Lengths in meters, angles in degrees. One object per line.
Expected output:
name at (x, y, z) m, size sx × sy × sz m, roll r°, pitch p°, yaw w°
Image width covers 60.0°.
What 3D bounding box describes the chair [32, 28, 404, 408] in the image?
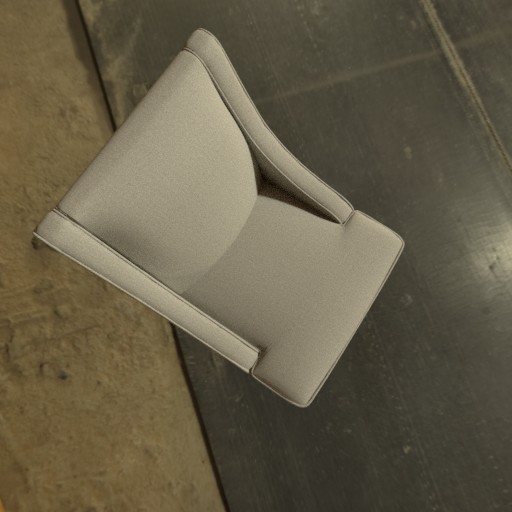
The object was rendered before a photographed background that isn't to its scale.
chair at (0.000, 0.000, 1.336) m, size 0.737 × 0.864 × 0.610 m, roll 33°, pitch 79°, yaw 7°
